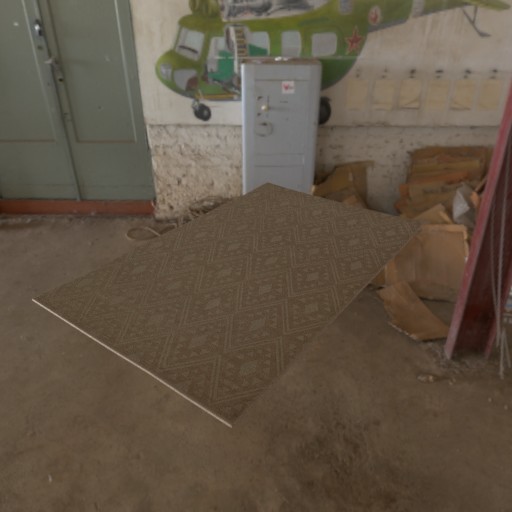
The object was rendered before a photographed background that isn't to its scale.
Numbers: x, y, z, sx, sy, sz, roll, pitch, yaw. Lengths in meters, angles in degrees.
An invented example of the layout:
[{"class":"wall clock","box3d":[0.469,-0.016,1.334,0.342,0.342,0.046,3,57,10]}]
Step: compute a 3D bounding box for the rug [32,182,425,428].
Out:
[{"class":"rug","box3d":[0.000,0.000,3.094,1.553,0.053,2.430,20,35,31]}]
